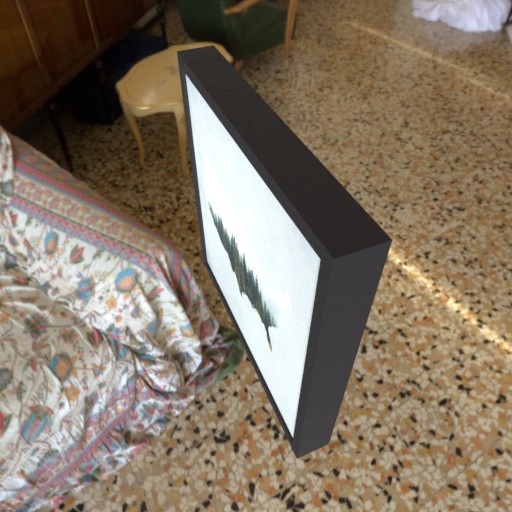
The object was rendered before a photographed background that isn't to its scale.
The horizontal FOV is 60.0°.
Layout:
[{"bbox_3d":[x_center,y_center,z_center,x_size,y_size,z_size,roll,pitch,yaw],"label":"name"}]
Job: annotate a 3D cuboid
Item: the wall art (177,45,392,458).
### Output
[{"bbox_3d":[0.000,0.000,0.453,0.038,0.304,0.304,-17,49,-16],"label":"wall art"}]
